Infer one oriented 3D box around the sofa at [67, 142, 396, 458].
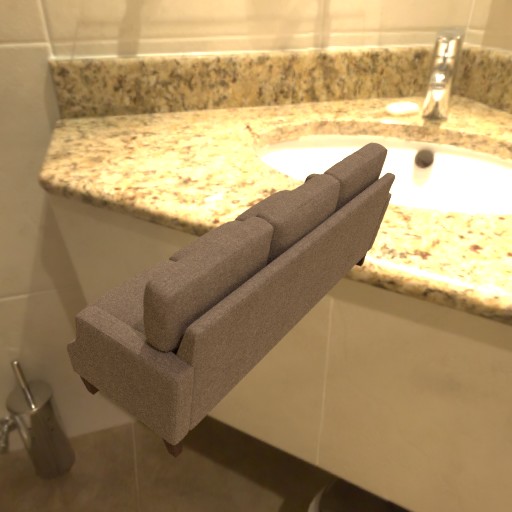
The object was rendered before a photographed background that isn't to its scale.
[{"bbox_3d":[0.000,0.000,2.646,0.888,0.984,2.115,22,38,30],"label":"sofa"}]
